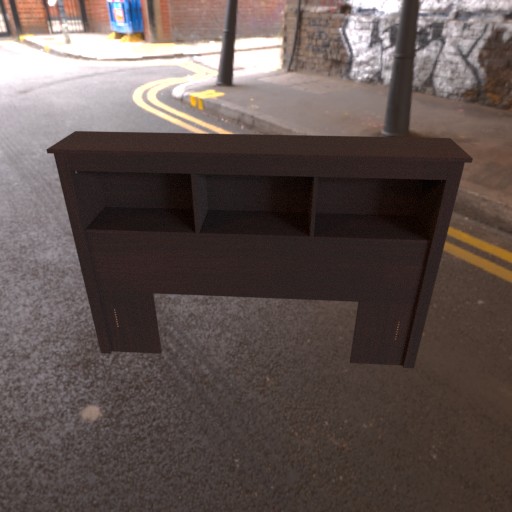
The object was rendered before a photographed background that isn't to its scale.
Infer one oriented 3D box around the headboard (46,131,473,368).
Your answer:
[{"bbox_3d":[0.000,0.000,2.130,1.671,1.092,0.279,2,31,3],"label":"headboard"}]
